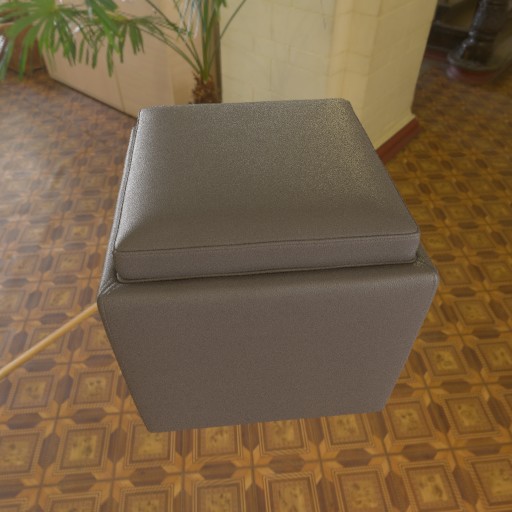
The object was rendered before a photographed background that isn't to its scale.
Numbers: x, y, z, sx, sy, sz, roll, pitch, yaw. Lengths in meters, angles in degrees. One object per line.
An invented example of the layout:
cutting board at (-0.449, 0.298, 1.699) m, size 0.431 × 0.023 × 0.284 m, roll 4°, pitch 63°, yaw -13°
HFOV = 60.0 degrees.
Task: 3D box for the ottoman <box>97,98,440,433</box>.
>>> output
ottoman at (0.000, 0.000, 0.812) m, size 0.451 × 0.460 × 0.450 m, roll -4°, pitch 44°, yaw -4°
